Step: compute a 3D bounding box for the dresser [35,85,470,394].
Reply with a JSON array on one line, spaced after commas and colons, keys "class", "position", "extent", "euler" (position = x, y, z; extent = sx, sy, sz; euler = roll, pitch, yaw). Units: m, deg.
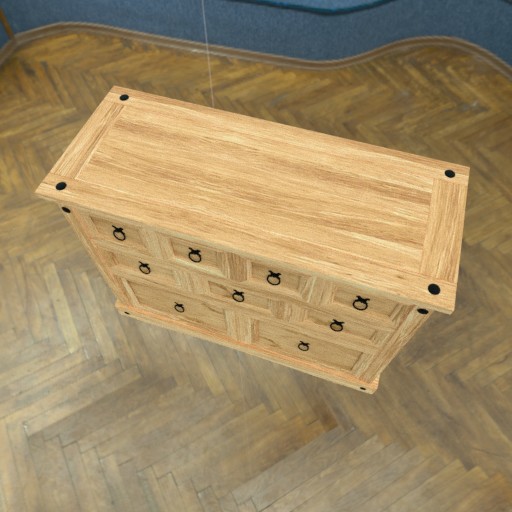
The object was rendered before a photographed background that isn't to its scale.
[{"class": "dresser", "position": [0.000, 0.000, 1.401], "extent": [0.990, 0.740, 0.410], "euler": [16, 60, 9]}]
